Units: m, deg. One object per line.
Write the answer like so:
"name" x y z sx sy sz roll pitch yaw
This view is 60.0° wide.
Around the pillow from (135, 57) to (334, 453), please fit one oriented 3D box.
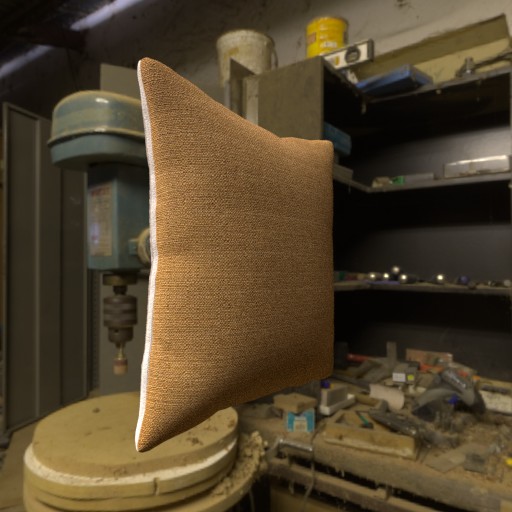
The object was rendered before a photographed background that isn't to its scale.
"pillow" 0.000 0.000 0.657 0.147 0.437 0.432 -1 -1 37
